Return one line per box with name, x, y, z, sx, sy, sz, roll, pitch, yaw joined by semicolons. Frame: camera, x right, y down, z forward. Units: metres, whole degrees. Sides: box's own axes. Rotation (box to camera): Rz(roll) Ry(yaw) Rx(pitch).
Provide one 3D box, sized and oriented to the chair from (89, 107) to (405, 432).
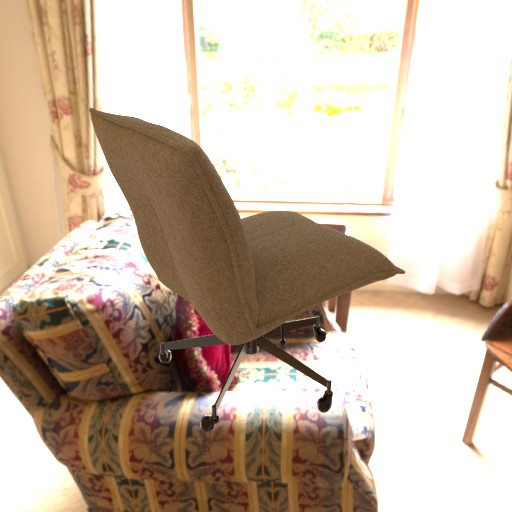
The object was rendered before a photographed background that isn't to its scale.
chair;0.000;0.000;1.287;0.696;0.811;0.597;-16;30;-30
